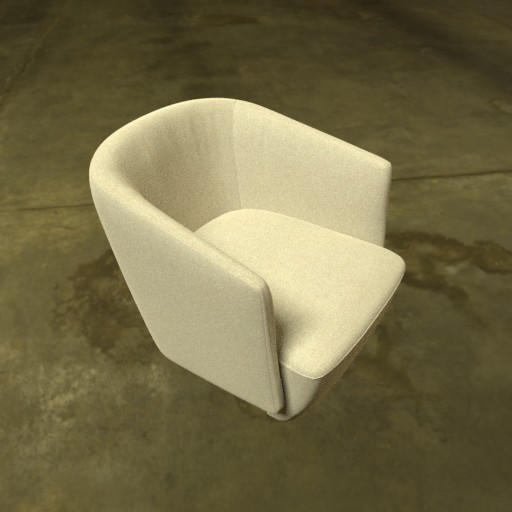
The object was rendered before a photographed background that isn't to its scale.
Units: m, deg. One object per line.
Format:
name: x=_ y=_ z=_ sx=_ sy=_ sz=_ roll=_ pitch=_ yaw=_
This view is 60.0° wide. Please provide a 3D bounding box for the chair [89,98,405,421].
chair: x=0.000 y=0.000 z=1.650 sx=0.986 sy=0.861 sz=0.822 roll=26 pitch=47 yaw=27
